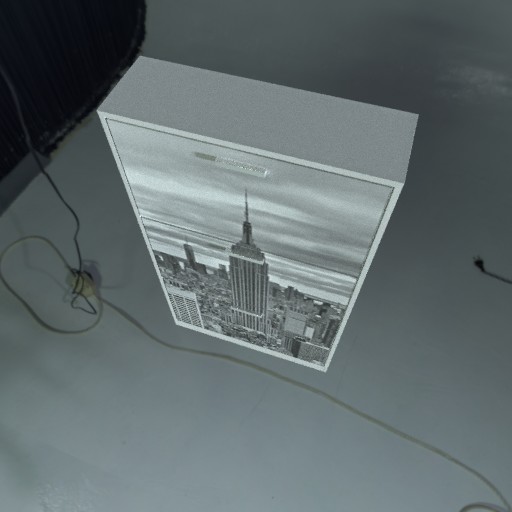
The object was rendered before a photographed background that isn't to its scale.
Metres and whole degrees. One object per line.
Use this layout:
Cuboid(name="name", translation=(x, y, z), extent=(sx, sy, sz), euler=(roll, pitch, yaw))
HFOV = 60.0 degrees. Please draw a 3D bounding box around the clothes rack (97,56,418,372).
Cuboid(name="clothes rack", translation=(0.000, 0.000, 1.618), extent=(0.750, 1.280, 0.250), euler=(16, 59, 10))
